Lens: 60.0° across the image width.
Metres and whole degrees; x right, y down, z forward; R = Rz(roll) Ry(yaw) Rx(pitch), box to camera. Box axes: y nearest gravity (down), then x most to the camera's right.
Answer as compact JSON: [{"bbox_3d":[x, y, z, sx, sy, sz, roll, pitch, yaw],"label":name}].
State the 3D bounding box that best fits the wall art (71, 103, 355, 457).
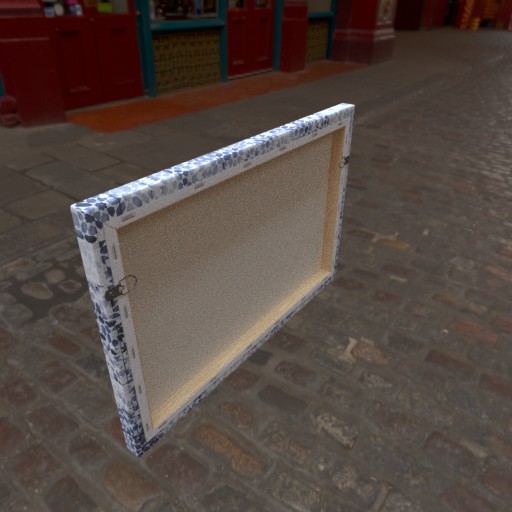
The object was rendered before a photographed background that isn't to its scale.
[{"bbox_3d":[0.000,0.000,0.770,0.030,0.406,0.608,22,37,31],"label":"wall art"}]
